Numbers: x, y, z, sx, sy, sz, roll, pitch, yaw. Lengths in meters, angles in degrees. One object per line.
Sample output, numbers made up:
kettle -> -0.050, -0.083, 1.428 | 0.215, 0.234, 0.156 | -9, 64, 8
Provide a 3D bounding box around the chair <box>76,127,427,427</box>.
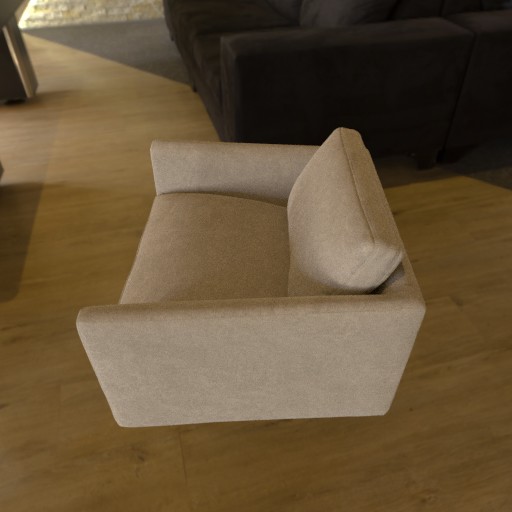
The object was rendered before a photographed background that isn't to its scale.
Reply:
chair -> 0.000, 0.000, 1.890 | 1.091, 0.845, 1.190 | 1, 41, 1
